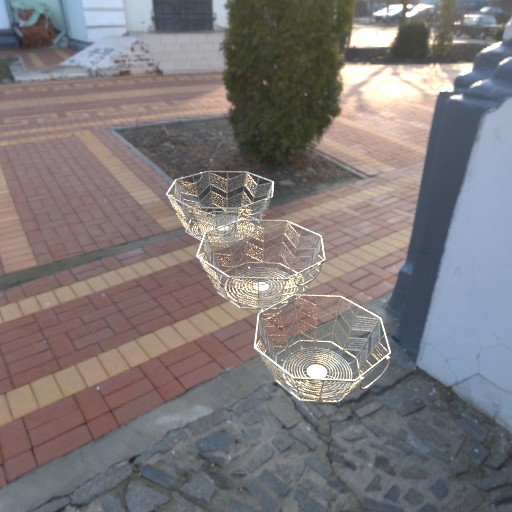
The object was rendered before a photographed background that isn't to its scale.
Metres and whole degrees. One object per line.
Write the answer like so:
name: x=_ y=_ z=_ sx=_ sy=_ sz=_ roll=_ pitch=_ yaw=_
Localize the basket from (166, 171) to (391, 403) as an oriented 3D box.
basket: x=0.000 y=0.000 z=1.425 sx=0.432 sy=0.178 sz=1.246 roll=-10 pitch=31 yaw=-17
